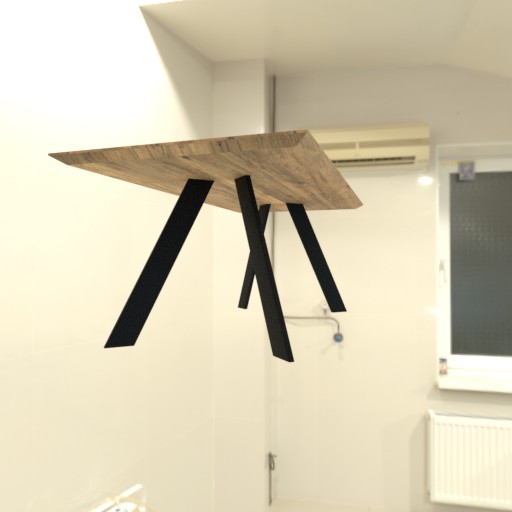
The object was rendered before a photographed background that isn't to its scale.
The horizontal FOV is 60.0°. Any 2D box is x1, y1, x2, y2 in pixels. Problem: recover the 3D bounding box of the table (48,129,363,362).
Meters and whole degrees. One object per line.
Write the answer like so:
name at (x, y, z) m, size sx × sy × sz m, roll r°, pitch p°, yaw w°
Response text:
table at (0.000, 0.000, 2.470) m, size 1.000 × 0.770 × 2.000 m, roll 0°, pitch 0°, yaw 18°
